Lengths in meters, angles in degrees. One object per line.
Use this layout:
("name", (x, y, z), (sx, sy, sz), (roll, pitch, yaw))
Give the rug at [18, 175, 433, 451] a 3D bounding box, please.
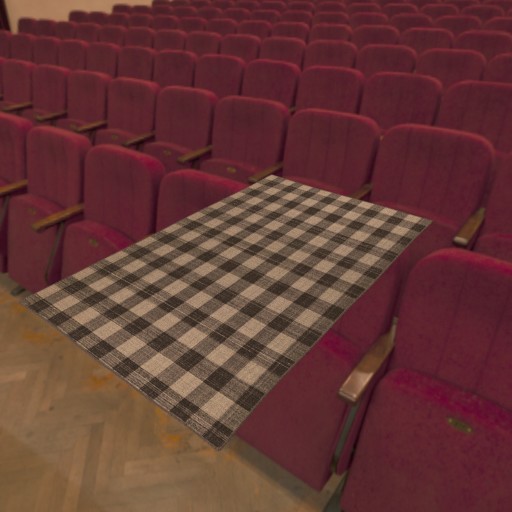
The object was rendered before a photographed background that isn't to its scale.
("rug", (0.000, 0.000, 2.974), (1.554, 0.011, 2.476), (22, 38, 31))
